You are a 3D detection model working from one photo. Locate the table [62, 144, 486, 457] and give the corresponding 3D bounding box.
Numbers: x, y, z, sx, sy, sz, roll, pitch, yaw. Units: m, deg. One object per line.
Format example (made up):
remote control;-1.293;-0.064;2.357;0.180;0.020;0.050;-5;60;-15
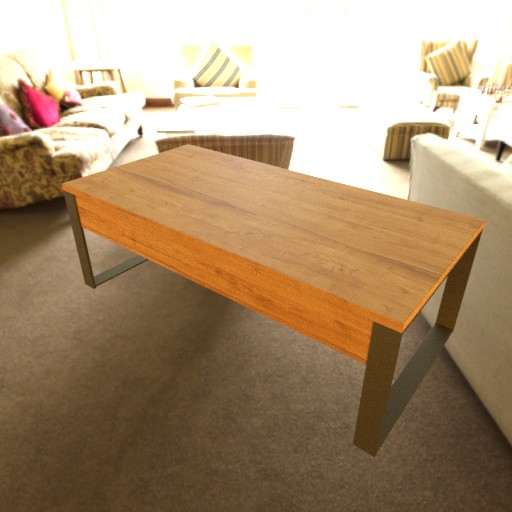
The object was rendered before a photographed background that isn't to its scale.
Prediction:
table;0.000;0.000;1.456;1.180;0.400;0.590;22;37;32
